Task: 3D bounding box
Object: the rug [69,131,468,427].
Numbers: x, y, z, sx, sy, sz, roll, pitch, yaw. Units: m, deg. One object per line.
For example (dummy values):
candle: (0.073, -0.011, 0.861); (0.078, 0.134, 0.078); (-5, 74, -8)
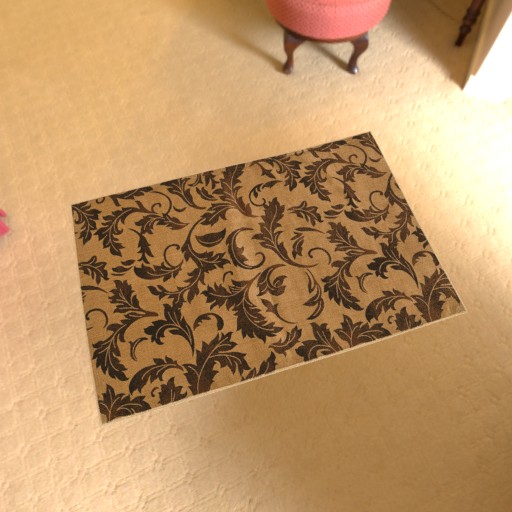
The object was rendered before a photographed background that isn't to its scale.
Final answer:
rug: (0.000, 0.000, 2.912); (2.284, 0.008, 1.522); (-15, 65, -7)
